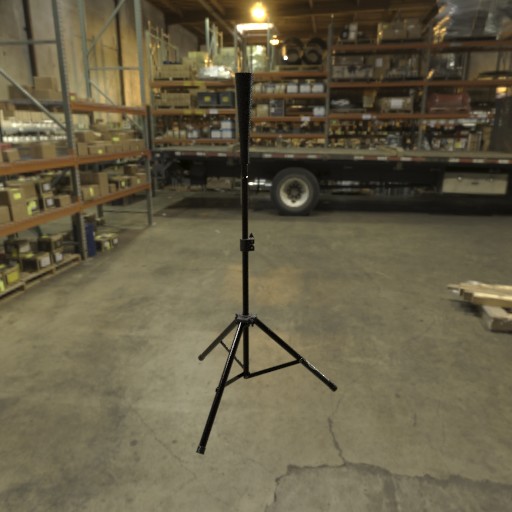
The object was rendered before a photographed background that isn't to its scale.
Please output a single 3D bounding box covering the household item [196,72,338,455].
[{"bbox_3d":[0.000,0.000,1.379,0.559,1.067,0.559,2,16,8],"label":"household item"}]
